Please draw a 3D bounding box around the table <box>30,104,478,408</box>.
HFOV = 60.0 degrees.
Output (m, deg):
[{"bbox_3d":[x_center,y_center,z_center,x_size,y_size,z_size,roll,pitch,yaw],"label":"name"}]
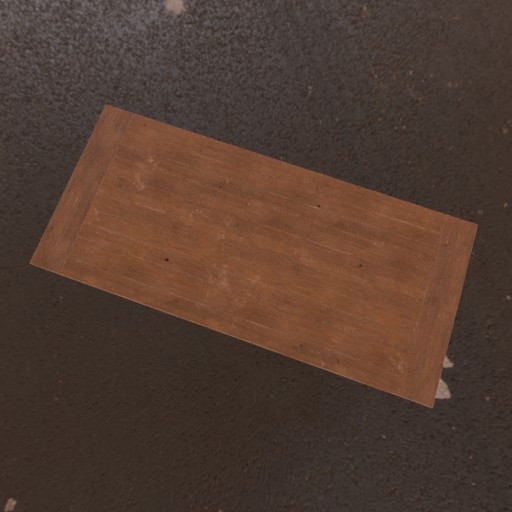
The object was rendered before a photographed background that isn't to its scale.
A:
[{"bbox_3d":[0.000,0.000,2.173,1.800,0.465,0.820,19,77,4],"label":"table"}]
